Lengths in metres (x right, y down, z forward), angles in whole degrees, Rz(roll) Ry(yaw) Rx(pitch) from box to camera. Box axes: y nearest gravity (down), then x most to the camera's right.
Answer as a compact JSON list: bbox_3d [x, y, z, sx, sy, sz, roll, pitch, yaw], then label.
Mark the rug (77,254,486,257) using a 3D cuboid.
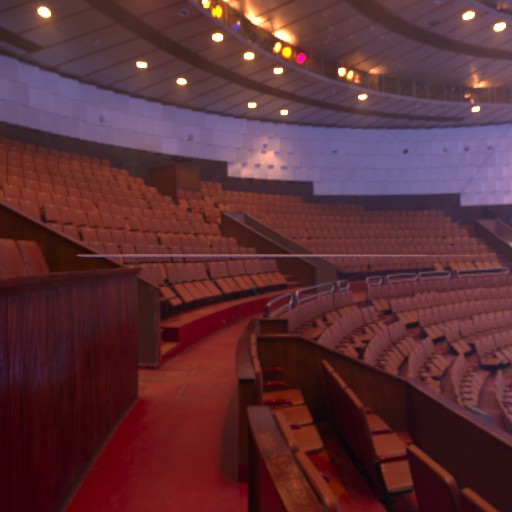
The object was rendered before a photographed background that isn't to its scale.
[{"bbox_3d":[0.000,0.000,4.183,3.048,0.014,2.438,0,0,-20],"label":"rug"}]
